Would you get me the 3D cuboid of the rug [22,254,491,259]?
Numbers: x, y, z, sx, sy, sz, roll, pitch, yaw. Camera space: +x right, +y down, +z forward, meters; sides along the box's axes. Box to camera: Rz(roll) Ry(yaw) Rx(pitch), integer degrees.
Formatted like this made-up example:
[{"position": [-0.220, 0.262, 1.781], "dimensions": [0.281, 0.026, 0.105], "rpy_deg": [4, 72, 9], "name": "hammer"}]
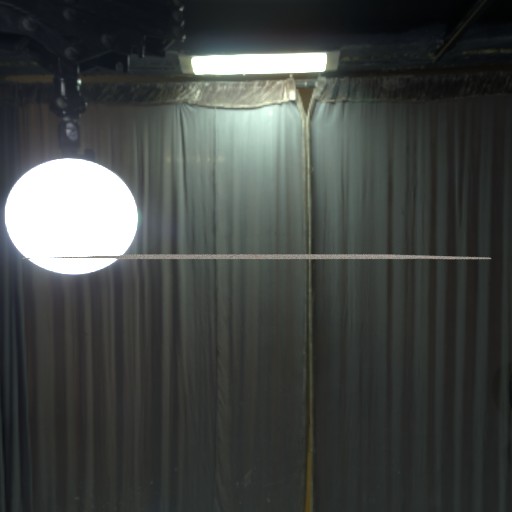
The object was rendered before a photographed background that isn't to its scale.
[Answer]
[{"position": [0.000, 0.000, 4.098], "dimensions": [3.048, 0.012, 2.444], "rpy_deg": [0, 1, -1], "name": "rug"}]
